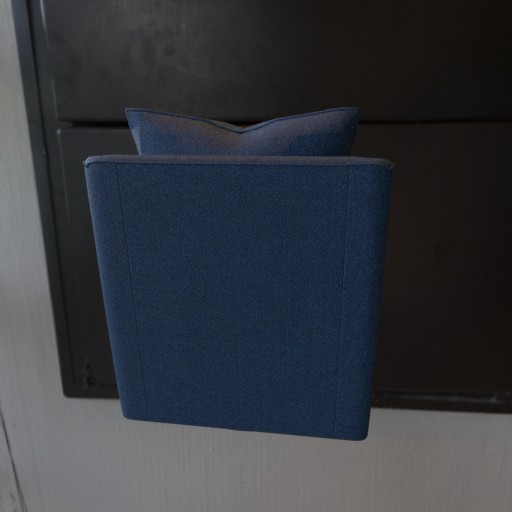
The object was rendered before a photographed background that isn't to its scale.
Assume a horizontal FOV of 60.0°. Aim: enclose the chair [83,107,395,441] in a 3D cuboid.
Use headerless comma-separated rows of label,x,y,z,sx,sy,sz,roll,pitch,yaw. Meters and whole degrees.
chair,0.000,0.000,1.523,0.750,0.939,0.870,2,16,8
